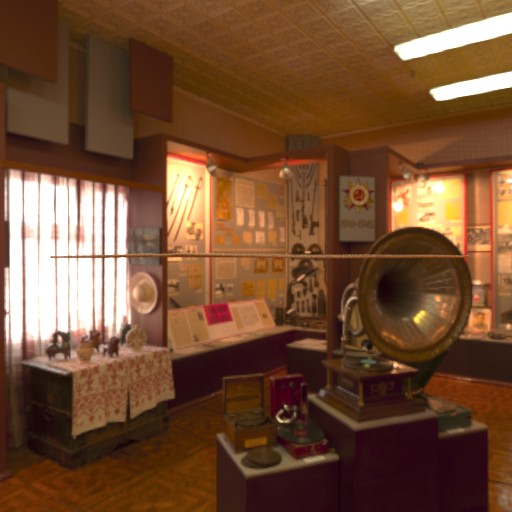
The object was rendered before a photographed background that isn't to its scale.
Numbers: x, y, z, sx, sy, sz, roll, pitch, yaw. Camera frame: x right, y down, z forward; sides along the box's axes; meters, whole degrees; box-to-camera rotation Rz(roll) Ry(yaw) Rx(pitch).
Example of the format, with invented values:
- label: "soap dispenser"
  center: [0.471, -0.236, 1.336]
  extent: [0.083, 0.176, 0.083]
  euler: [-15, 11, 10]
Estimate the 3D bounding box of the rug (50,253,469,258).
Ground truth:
- label: "rug"
  center: [0.000, 0.000, 2.929]
  extent: [2.283, 0.030, 1.596]
  euler: [0, 0, 37]
